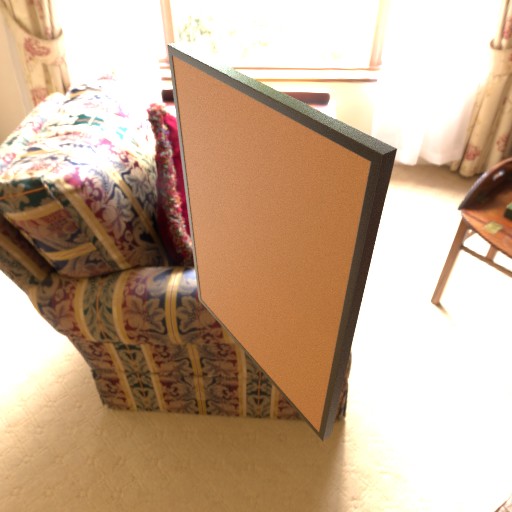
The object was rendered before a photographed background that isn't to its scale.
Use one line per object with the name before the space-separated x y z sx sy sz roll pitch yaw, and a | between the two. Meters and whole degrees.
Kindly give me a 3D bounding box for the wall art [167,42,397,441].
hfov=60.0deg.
wall art | 0.000 0.000 1.382 0.039 1.061 0.804 -26 47 -27
